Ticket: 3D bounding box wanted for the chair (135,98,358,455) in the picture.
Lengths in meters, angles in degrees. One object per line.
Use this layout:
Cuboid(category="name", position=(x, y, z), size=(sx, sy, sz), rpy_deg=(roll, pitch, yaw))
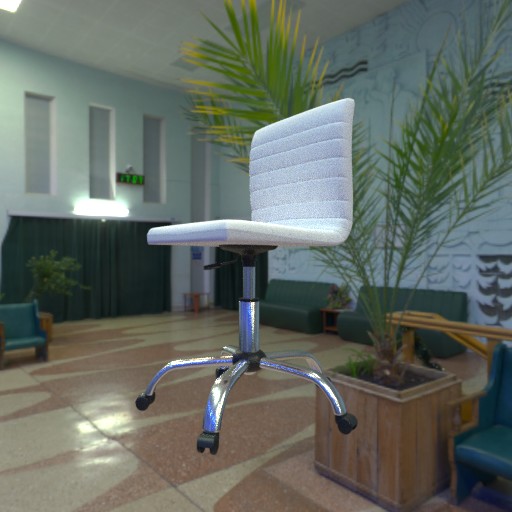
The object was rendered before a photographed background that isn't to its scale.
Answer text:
Cuboid(category="chair", position=(0.000, 0.000, 1.149), size=(0.530, 0.780, 0.556), rpy_deg=(0, 1, -37))
